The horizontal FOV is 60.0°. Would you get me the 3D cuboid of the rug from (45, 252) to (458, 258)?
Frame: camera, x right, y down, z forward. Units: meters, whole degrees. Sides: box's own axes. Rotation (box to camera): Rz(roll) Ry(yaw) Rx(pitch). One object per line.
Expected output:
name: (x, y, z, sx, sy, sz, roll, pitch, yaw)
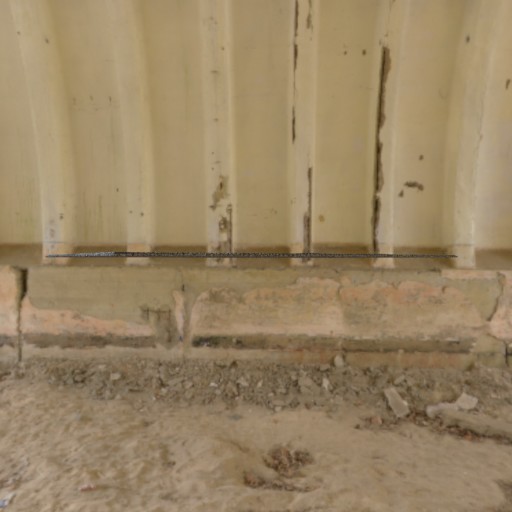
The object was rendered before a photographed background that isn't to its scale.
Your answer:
rug: (0.000, 0.000, 3.093, 2.443, 0.021, 1.538, 0, -1, -35)
